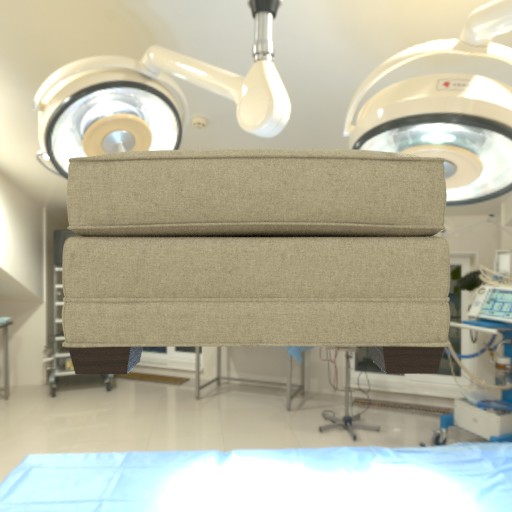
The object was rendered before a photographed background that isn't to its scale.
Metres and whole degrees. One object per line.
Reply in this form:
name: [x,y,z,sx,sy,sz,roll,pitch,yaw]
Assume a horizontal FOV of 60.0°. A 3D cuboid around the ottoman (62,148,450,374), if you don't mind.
ottoman: [0.000,0.000,1.223,0.848,0.508,0.611,0,0,0]
